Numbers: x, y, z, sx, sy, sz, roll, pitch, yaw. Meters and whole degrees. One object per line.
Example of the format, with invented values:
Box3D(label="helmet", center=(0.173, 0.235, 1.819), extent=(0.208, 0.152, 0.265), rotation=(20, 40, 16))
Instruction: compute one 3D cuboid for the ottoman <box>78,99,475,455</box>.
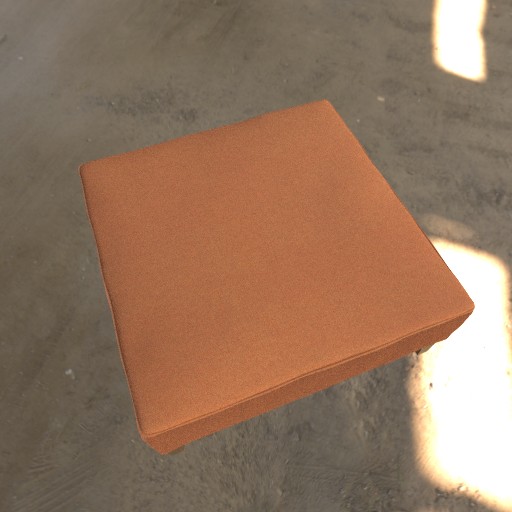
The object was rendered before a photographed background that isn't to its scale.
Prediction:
Box3D(label="ottoman", center=(0.000, 0.000, 1.555), extent=(0.997, 0.438, 0.999), rotation=(-18, 60, -11))
